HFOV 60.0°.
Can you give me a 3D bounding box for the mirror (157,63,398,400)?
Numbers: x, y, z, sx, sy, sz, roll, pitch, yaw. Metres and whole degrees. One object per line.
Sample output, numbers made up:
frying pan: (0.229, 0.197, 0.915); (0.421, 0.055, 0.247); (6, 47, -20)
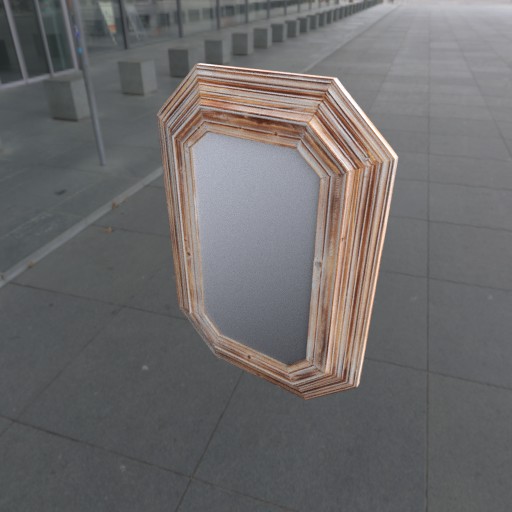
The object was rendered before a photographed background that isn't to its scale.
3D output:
mirror: (0.000, 0.000, 1.306); (0.709, 1.015, 0.061); (19, 36, 28)
